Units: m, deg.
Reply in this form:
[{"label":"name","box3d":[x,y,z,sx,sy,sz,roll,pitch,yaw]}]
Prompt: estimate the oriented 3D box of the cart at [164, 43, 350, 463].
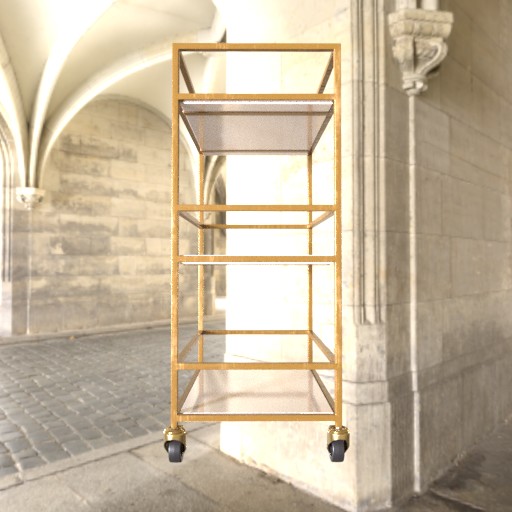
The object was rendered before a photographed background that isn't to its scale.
[{"label":"cart","box3d":[0.000,0.000,1.020,0.332,0.761,0.483,0,-1,0]}]
